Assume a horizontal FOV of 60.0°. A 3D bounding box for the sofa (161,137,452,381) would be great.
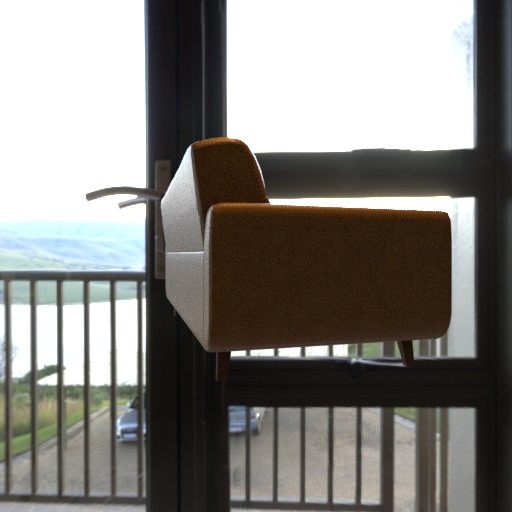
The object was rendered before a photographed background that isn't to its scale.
[{"bbox_3d":[0.000,0.000,2.566,0.980,0.892,2.137,0,0,-15],"label":"sofa"}]
